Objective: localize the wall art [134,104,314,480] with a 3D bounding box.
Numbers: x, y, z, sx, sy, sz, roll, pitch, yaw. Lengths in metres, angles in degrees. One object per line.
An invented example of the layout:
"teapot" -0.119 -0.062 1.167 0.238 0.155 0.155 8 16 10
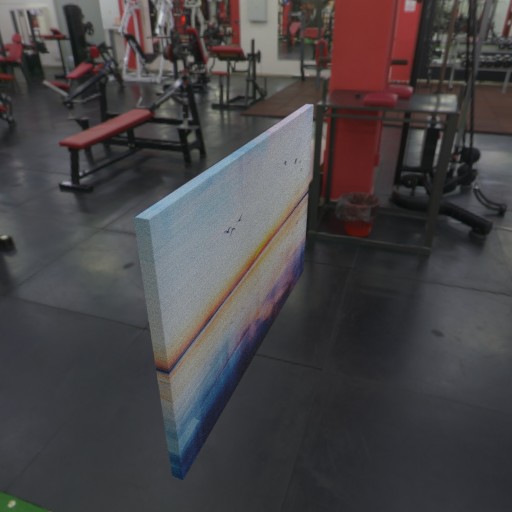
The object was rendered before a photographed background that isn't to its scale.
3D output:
"wall art" 0.000 0.000 1.448 0.034 0.756 1.137 11 31 19
